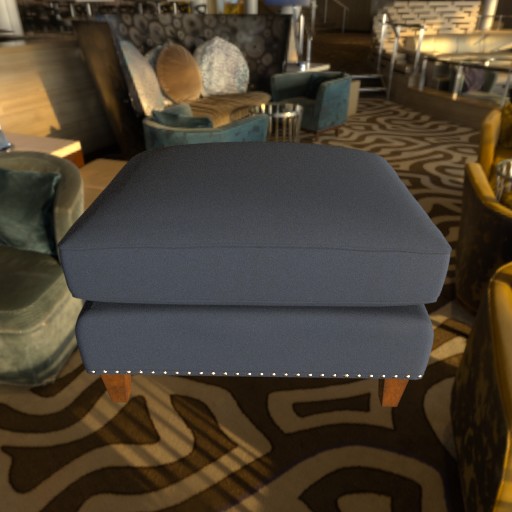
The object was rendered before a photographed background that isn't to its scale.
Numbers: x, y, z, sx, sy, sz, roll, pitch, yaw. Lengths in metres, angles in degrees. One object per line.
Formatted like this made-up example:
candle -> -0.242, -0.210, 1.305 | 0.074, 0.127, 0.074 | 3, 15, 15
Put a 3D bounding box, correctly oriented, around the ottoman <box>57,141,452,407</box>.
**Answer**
ottoman -> 0.000, 0.000, 1.138 | 0.741, 0.513, 0.584 | 1, 30, 1
